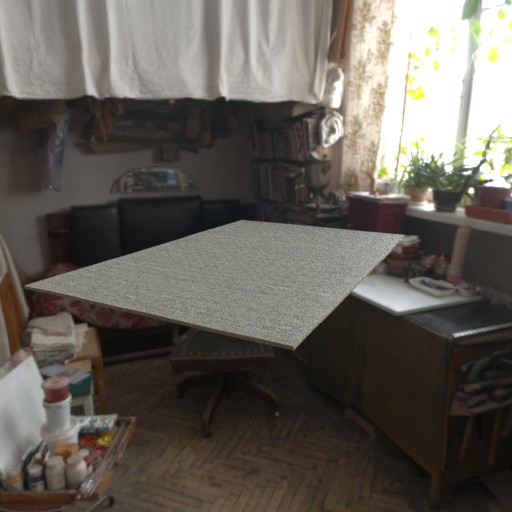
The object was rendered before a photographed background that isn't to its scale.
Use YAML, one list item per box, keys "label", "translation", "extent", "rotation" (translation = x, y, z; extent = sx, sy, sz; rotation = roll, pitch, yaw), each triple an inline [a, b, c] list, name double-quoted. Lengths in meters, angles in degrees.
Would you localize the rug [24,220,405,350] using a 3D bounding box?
- label: "rug"
  translation: [0.000, 0.000, 2.951]
  extent: [1.532, 0.018, 2.297]
  rotation: [7, 16, 27]
